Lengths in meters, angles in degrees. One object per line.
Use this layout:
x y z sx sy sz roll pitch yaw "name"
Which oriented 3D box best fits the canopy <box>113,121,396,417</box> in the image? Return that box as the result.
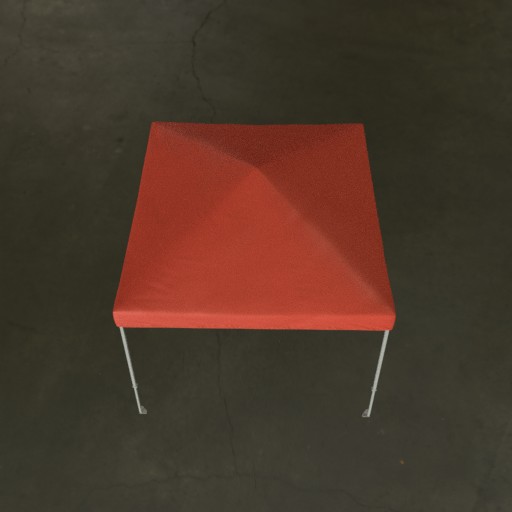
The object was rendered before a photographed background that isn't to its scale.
0.000 0.000 5.058 2.849 2.850 2.850 1 57 0 "canopy"
